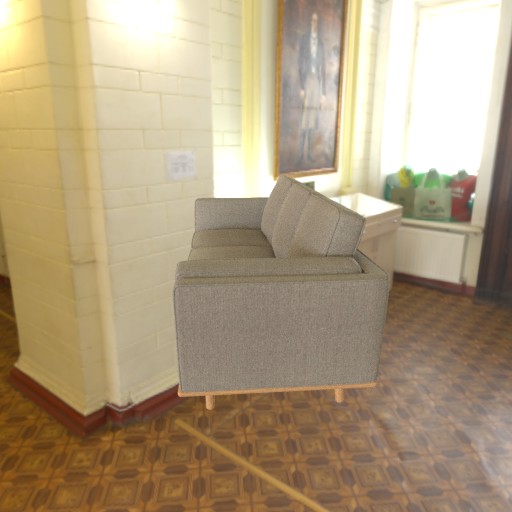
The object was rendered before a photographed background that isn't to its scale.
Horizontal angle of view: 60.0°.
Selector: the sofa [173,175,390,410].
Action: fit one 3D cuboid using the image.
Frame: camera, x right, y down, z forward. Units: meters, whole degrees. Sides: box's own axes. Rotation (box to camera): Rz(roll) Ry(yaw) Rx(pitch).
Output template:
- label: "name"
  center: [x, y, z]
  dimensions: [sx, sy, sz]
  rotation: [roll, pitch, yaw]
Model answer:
- label: "sofa"
  center: [0.000, 0.000, 2.895]
  dimensions: [0.903, 0.899, 2.362]
  rotation: [-1, 15, -5]
